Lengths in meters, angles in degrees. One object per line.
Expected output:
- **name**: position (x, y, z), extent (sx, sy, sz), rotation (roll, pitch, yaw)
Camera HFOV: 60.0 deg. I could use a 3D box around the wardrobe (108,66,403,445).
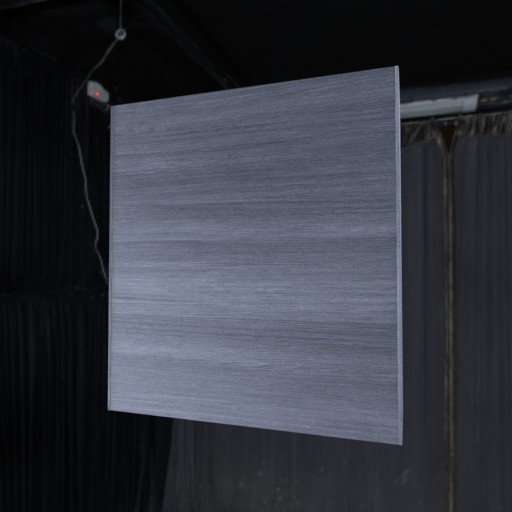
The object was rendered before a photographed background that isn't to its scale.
- **wardrobe**: position (0.000, 0.000, 2.863), extent (1.780, 1.960, 0.629), rotation (-1, -2, 19)
